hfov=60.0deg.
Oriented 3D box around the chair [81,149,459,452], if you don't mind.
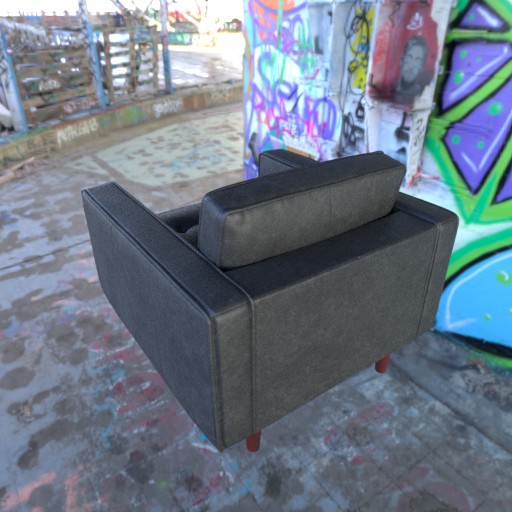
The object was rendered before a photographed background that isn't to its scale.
[{"bbox_3d":[0.000,0.000,1.523,0.889,0.763,0.914,-19,35,-30],"label":"chair"}]
